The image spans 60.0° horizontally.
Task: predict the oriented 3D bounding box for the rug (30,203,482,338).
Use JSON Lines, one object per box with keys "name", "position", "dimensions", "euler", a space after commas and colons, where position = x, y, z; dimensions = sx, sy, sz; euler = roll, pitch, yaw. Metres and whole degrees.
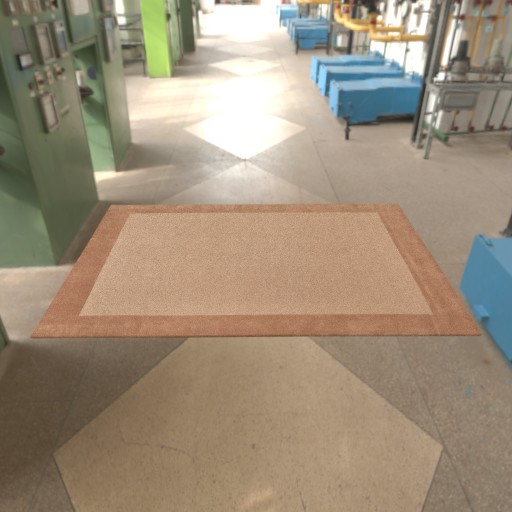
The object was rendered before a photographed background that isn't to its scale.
{"name": "rug", "position": [0.000, 0.000, 2.306], "dimensions": [1.829, 0.014, 1.219], "euler": [0, 32, 0]}
